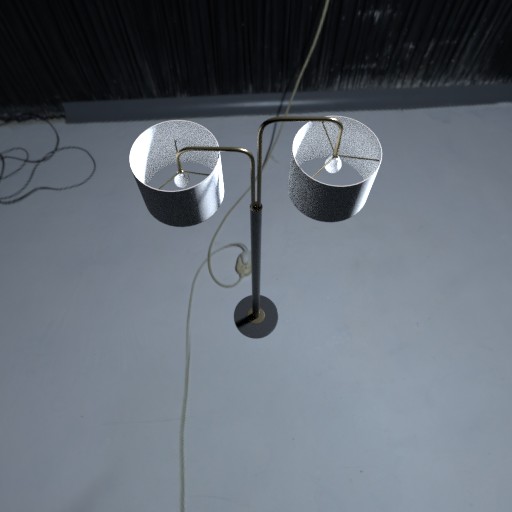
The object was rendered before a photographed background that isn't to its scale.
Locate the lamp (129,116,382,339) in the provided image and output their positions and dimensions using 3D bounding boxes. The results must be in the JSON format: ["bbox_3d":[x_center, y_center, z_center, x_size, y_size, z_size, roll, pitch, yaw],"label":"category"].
[{"bbox_3d":[0.000,0.000,1.840,0.711,1.587,0.254,-2,64,-1],"label":"lamp"}]
